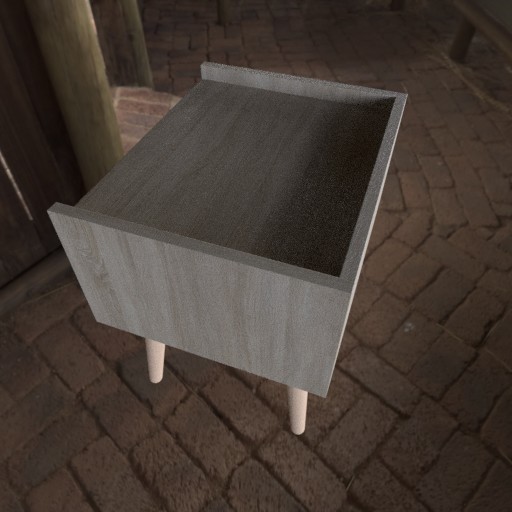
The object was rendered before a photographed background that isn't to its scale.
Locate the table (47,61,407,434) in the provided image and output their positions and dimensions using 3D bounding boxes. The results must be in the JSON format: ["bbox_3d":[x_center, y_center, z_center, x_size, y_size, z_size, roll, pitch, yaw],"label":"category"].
[{"bbox_3d":[0.000,0.000,0.804,0.370,0.470,0.450,15,48,14],"label":"table"}]
